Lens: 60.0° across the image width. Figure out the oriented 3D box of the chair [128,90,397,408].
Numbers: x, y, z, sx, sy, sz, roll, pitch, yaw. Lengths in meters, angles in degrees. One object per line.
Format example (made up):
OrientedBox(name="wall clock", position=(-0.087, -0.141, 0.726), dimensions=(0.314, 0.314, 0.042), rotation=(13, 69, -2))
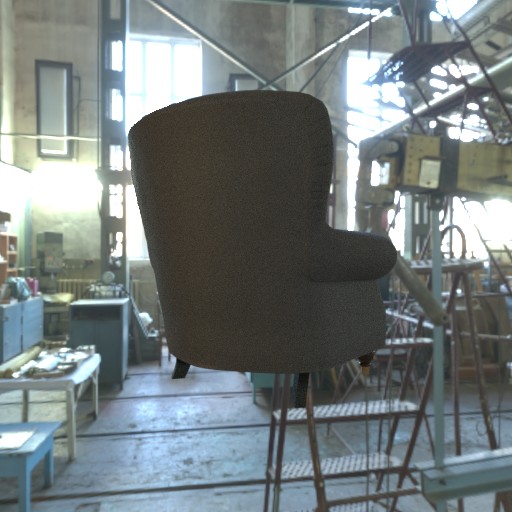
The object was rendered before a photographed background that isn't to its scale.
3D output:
OrientedBox(name="chair", position=(0.000, 0.000, 1.844), dimensions=(0.983, 1.046, 0.983), rotation=(0, 0, 36))
